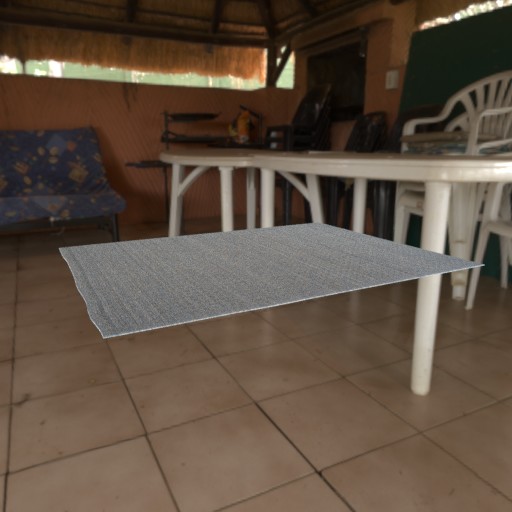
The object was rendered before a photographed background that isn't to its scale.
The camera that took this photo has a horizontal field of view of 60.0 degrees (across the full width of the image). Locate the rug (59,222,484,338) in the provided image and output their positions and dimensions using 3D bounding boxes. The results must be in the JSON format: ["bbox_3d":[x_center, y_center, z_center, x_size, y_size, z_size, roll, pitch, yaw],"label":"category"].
[{"bbox_3d":[0.000,0.000,4.155,3.200,0.007,2.443,-7,16,-27],"label":"rug"}]
